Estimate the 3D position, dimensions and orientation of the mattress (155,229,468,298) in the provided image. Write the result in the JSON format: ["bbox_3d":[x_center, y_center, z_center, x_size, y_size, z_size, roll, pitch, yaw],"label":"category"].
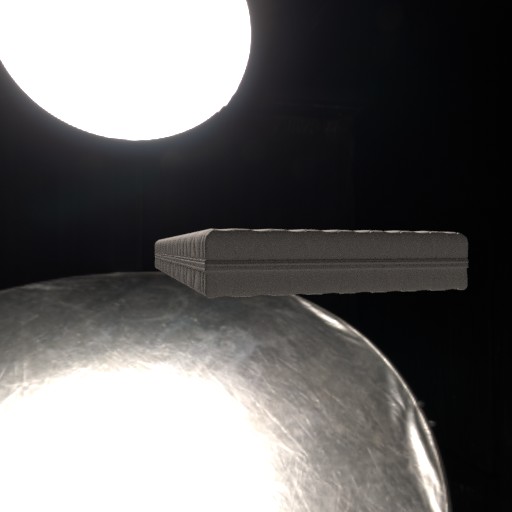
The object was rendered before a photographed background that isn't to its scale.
[{"bbox_3d":[0.000,0.000,2.318,0.900,0.200,2.000,0,1,-17],"label":"mattress"}]
